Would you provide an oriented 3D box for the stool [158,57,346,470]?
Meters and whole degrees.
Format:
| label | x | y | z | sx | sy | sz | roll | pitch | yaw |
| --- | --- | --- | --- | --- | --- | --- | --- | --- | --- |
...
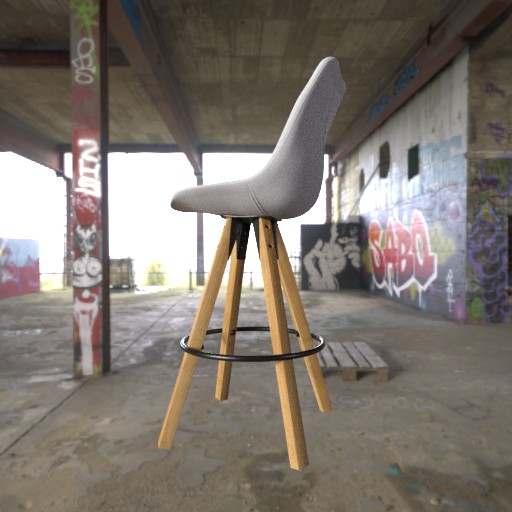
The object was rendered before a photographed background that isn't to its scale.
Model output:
| label | x | y | z | sx | sy | sz | roll | pitch | yaw |
| --- | --- | --- | --- | --- | --- | --- | --- | --- | --- |
| stool | 0.000 | 0.000 | 1.431 | 0.550 | 1.115 | 0.484 | 0 | 1 | 18 |
